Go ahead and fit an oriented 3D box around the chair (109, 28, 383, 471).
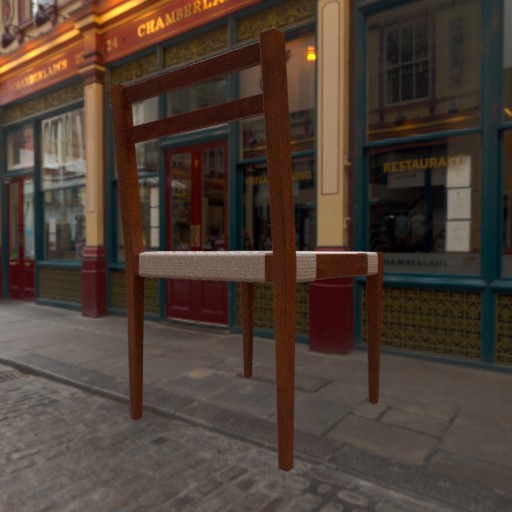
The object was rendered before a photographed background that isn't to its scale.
[{"bbox_3d":[0.000,0.000,1.188,0.495,0.851,0.569,0,0,36],"label":"chair"}]
